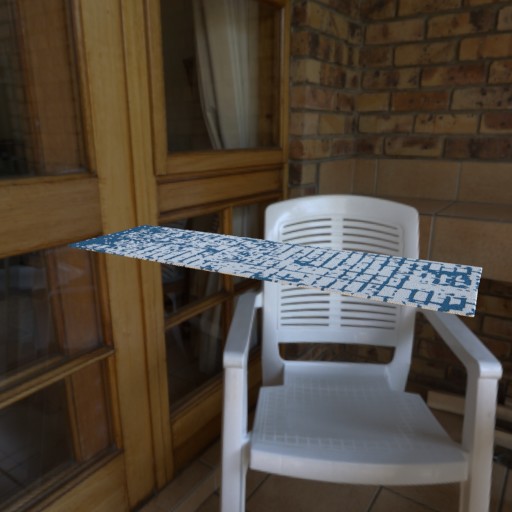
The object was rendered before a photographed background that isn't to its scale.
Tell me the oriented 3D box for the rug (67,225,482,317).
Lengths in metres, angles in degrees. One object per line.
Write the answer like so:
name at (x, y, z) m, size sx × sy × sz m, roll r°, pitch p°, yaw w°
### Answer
rug at (0.000, 0.000, 2.689) m, size 2.435 × 0.011 × 0.750 m, roll 8°, pitch 18°, yaw 27°
